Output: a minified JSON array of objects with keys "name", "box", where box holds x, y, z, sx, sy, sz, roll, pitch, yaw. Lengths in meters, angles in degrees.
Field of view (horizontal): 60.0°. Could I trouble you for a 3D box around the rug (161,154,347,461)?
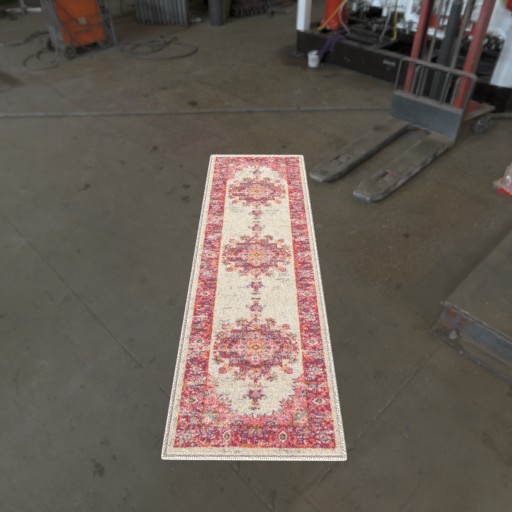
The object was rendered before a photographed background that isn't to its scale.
[{"name":"rug","box":[0.000,0.000,2.004,0.562,0.009,1.824,0,42,0]}]
